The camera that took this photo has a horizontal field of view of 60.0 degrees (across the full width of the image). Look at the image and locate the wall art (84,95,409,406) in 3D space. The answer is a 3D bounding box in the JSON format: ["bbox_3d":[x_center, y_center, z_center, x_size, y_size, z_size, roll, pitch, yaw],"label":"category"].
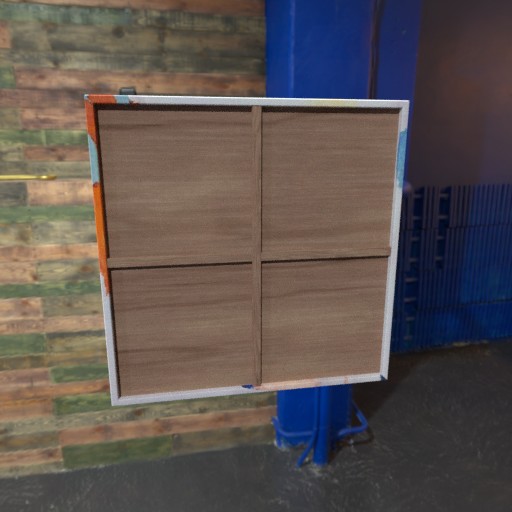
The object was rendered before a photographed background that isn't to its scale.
[{"bbox_3d":[0.000,0.000,1.511,1.017,1.017,0.044,-2,14,-10],"label":"wall art"}]
